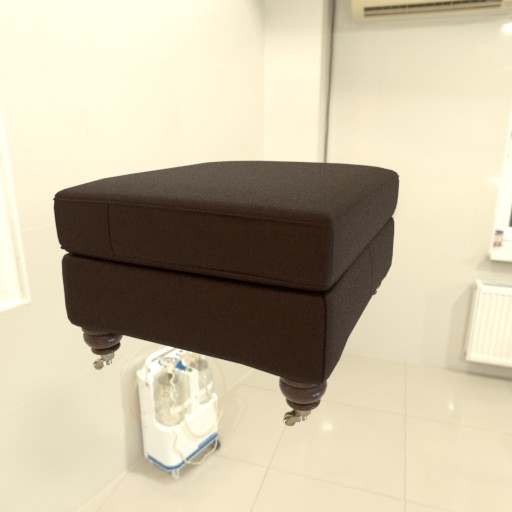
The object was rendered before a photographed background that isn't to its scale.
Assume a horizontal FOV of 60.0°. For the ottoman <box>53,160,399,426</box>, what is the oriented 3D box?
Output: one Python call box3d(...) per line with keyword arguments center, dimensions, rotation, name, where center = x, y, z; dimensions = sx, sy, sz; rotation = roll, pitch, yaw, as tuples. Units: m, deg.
box3d(center=(0.000, 0.000, 1.856), dimensions=(0.967, 0.730, 1.187), rotation=(8, 18, 24), name="ottoman")
